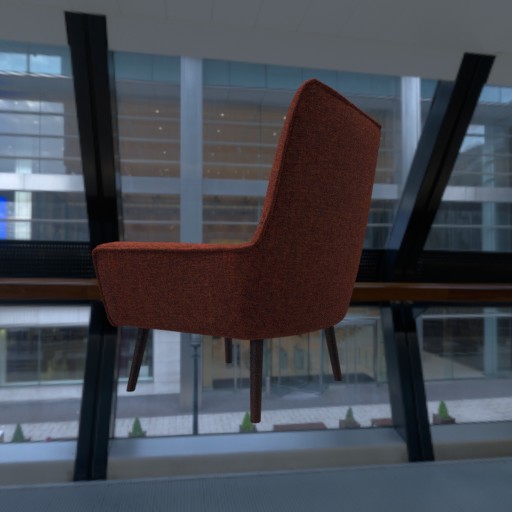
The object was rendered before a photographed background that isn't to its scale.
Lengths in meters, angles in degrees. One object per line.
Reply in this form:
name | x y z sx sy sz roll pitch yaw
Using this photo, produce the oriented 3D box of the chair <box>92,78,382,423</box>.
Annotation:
chair | 0.000 0.000 1.531 0.784 0.911 0.803 -1 -2 35
